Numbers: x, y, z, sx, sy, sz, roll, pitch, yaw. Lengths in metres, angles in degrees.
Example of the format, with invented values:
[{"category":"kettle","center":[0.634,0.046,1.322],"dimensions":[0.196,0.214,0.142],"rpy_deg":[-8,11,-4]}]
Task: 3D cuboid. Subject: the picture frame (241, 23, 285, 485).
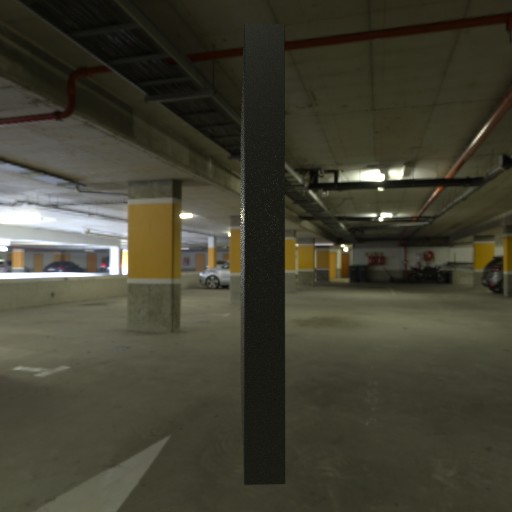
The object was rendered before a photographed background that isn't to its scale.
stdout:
[{"category":"picture frame","center":[0.000,0.000,0.528],"dimensions":[0.034,0.378,0.328],"rpy_deg":[0,-1,-2]}]
